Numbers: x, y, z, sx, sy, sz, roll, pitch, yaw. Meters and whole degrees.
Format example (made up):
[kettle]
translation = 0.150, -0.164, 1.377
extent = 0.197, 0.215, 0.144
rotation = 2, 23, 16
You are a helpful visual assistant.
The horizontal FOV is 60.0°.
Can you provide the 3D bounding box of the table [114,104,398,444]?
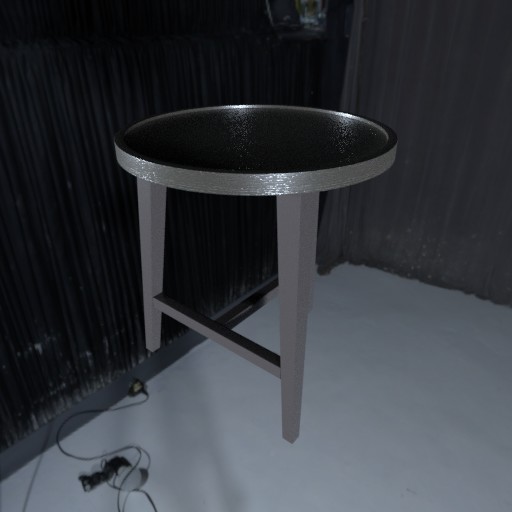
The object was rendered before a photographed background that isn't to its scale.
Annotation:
[table]
translation = 0.000, 0.000, 0.939
extent = 0.500, 0.531, 0.500
rotation = 0, 29, 0
